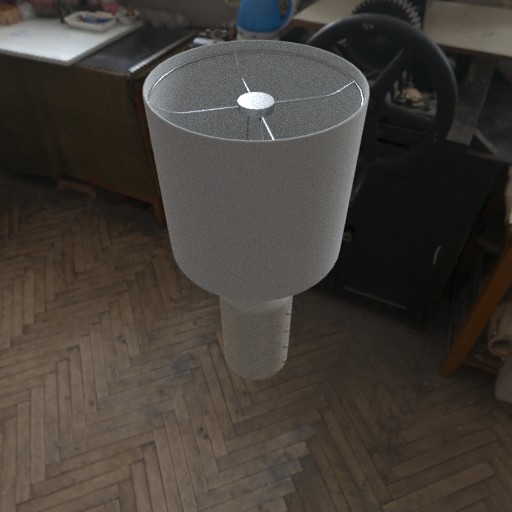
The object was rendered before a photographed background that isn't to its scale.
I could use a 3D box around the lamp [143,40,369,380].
[{"bbox_3d":[0.000,0.000,0.574,0.207,0.461,0.207,-10,47,-10],"label":"lamp"}]
